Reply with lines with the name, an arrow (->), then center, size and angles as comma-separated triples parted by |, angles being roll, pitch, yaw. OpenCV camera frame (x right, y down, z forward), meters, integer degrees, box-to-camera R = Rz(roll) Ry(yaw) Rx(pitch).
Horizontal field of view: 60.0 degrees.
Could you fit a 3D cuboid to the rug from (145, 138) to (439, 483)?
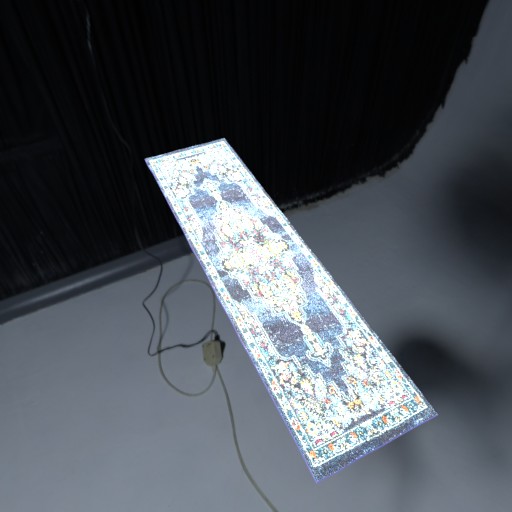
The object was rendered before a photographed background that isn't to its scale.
rug -> 0.000, 0.000, 2.448 | 0.602, 0.016, 2.283 | -20, 51, -17
